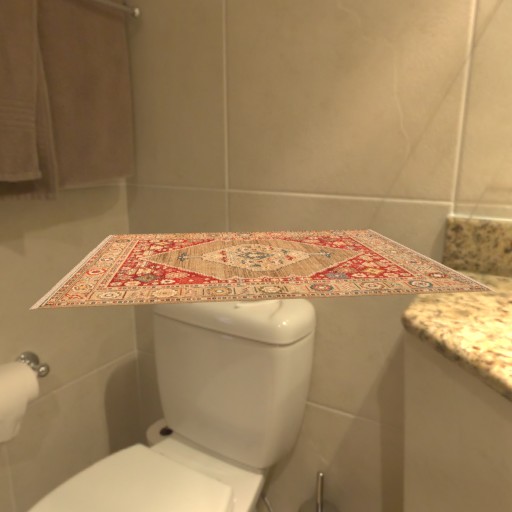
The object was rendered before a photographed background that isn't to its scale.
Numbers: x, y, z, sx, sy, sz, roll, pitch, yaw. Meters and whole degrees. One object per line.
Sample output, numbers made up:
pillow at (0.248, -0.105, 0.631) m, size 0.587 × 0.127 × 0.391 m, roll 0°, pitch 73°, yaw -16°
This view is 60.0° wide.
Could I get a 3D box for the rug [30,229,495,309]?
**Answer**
rug at (0.000, 0.000, 4.121) m, size 3.143 × 0.008 × 2.451 m, roll -2°, pitch 14°, yaw -7°
